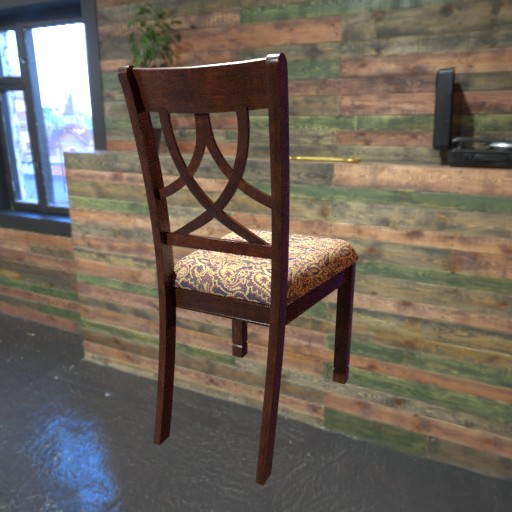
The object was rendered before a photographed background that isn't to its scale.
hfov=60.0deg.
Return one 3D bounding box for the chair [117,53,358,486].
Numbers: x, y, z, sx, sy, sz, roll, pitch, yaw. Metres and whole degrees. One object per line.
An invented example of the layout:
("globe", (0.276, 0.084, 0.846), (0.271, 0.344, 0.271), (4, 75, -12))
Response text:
("chair", (0.000, 0.000, 1.265), (0.457, 0.965, 0.584), (8, 18, 26))
